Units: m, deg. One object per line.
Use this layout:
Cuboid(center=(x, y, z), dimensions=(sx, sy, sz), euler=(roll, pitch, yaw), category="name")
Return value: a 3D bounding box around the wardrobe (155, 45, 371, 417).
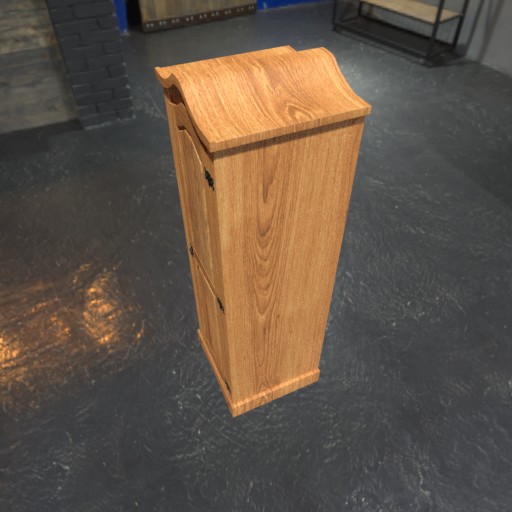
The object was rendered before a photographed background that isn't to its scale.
Cuboid(center=(0.000, 0.000, 2.170), dimensions=(0.570, 1.870, 0.590), euler=(-18, 48, -17), category="wardrobe")
